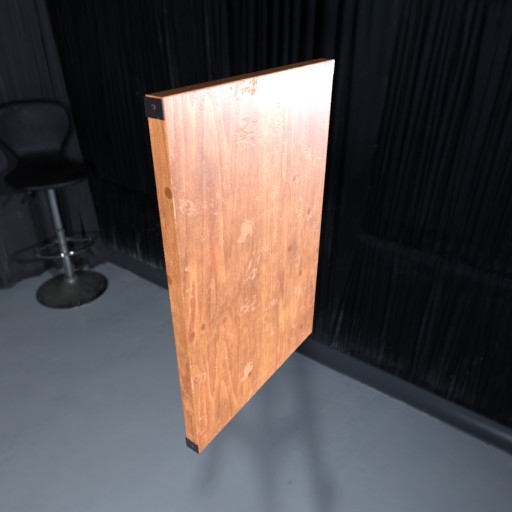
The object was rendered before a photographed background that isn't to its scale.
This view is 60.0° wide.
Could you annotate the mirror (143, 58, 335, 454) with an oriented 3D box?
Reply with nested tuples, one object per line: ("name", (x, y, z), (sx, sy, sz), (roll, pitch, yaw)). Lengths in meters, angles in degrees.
("mirror", (0.000, 0.000, 0.986), (0.053, 0.761, 0.517), (20, 36, 30))
